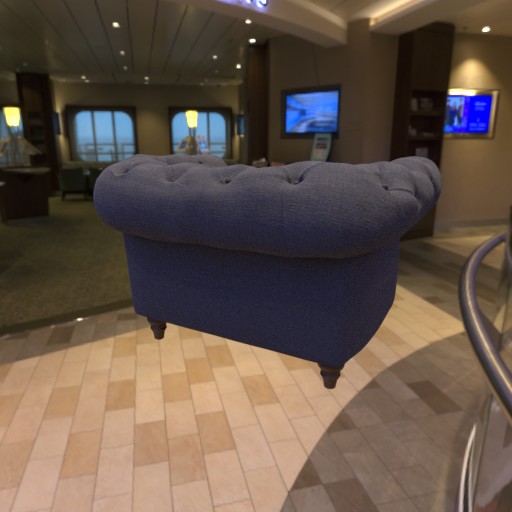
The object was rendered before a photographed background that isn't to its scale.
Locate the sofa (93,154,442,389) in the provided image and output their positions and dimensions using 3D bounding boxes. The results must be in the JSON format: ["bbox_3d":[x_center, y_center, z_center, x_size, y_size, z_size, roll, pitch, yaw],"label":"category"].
[{"bbox_3d":[0.000,0.000,1.987,1.405,0.878,1.032,8,17,29],"label":"sofa"}]
